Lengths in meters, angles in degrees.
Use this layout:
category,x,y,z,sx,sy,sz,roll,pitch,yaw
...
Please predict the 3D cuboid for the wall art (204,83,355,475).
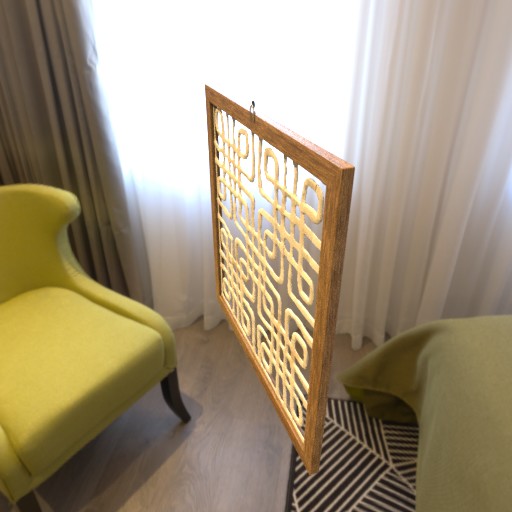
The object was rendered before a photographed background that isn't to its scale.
category,x,y,z,sx,sy,sz,roll,pitch,yaw
wall art,0.000,0.000,0.854,0.021,0.582,0.561,-11,33,-18
